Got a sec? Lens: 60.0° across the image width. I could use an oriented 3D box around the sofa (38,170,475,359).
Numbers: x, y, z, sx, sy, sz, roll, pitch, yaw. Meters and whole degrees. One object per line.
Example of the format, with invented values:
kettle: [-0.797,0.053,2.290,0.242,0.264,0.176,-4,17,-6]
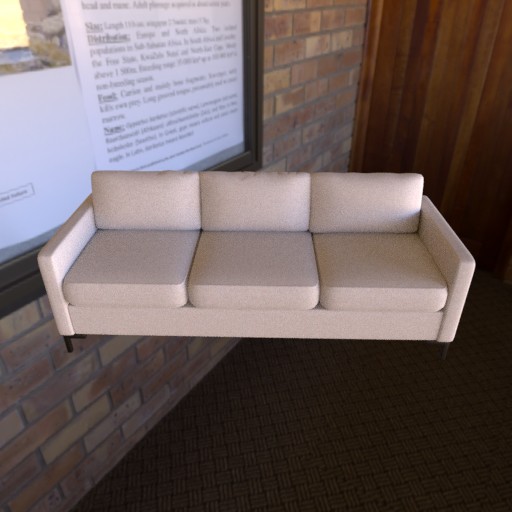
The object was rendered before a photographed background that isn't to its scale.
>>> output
sofa: [0.000,0.000,2.675,2.218,0.874,0.859,1,31,1]
